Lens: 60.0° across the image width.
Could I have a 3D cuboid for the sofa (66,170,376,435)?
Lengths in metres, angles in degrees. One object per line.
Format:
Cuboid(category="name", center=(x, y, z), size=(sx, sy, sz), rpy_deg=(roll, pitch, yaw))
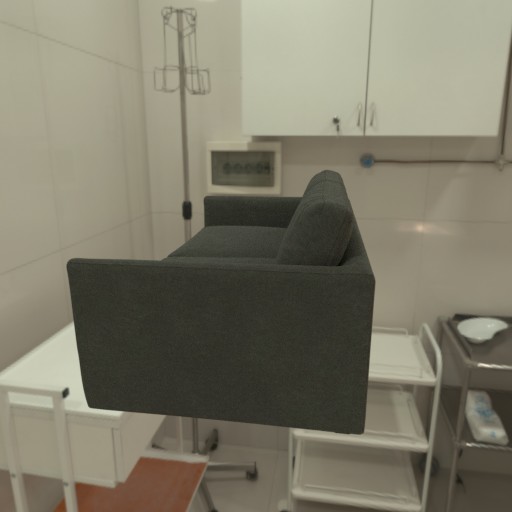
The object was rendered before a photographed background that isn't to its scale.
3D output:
Cuboid(category="sofa", center=(0.000, 0.000, 2.463), size=(1.091, 0.845, 1.909), rpy_deg=(2, 15, 9))
